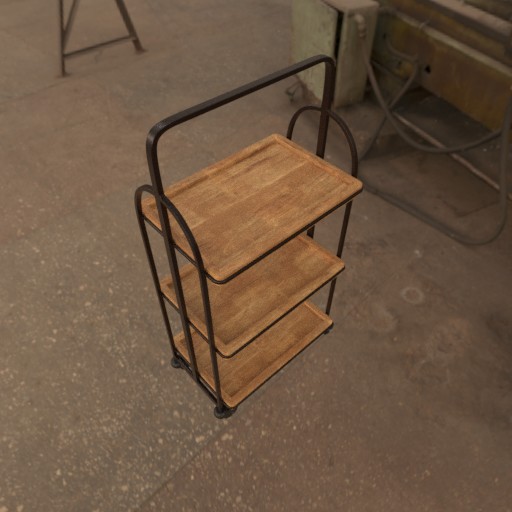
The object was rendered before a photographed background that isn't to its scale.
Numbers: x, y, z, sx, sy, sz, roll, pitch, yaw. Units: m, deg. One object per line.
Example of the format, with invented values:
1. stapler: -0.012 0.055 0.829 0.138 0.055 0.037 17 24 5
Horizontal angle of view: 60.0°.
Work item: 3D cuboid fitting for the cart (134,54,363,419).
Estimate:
1. cart: 0.000 0.000 1.242 0.553 1.001 0.327 -34 55 -27
